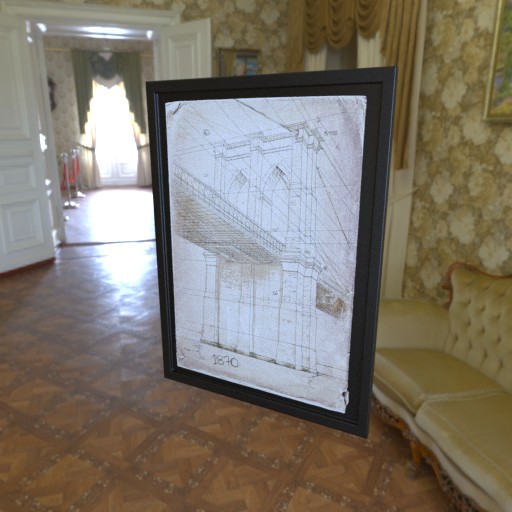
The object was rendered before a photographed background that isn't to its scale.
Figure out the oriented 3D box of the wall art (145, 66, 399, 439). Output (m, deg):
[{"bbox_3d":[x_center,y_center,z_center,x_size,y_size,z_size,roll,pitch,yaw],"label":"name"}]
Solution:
[{"bbox_3d":[0.000,0.000,0.864,0.480,0.657,0.016,8,18,26],"label":"wall art"}]
